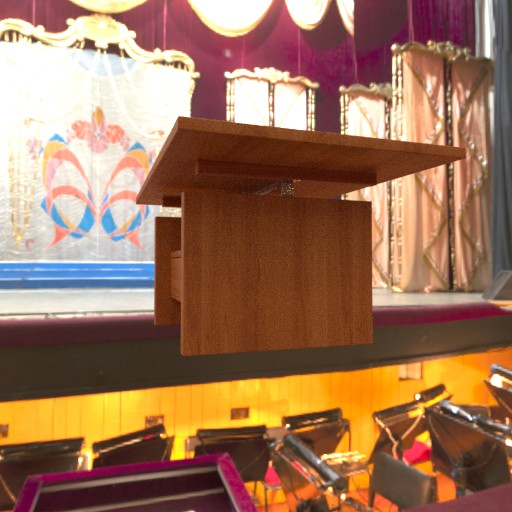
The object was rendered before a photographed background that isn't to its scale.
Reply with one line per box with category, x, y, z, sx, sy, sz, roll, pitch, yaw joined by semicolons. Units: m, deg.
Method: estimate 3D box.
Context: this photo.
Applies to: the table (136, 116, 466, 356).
table;0.000;0.000;1.478;0.700;0.510;1.100;0;-1;-19
